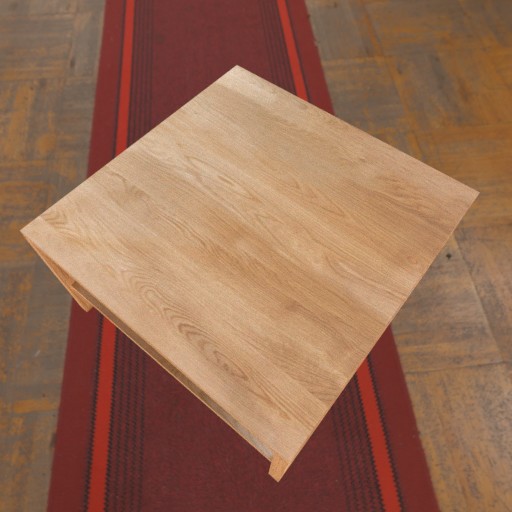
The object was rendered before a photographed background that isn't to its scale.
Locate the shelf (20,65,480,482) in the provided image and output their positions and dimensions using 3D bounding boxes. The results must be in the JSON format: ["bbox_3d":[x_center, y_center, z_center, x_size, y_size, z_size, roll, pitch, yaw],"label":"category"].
[{"bbox_3d":[0.000,0.000,1.423,0.899,0.480,0.899,35,65,19],"label":"shelf"}]
